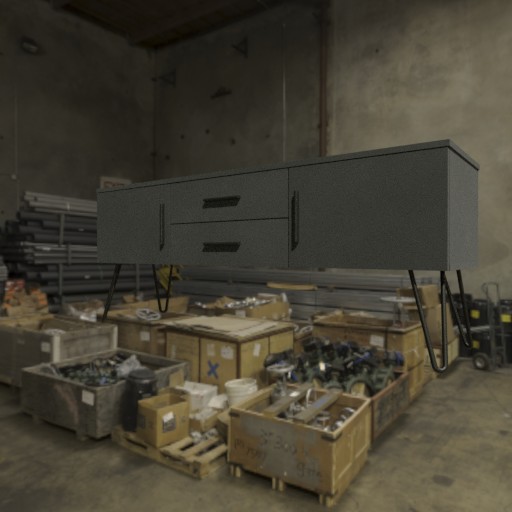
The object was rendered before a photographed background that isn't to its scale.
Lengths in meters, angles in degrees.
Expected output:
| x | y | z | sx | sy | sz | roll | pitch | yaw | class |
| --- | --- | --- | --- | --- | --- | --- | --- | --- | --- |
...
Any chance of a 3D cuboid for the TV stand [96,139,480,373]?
| x | y | z | sx | sy | sz | roll | pitch | yaw | class |
| --- | --- | --- | --- | --- | --- | --- | --- | --- | --- |
| 0.000 | 0.000 | 1.607 | 1.400 | 0.560 | 0.400 | 0 | 1 | 36 | TV stand |
